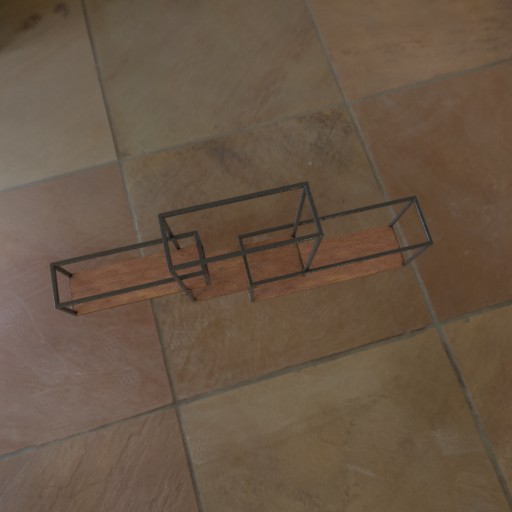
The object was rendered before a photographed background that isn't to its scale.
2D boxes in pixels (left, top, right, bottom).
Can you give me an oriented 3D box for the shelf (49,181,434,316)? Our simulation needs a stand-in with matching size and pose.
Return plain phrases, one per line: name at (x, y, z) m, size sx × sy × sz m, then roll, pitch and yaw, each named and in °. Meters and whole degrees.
shelf at (0.000, 0.000, 2.191) m, size 1.781 × 0.972 × 0.275 m, roll -13°, pitch 74°, yaw -4°
